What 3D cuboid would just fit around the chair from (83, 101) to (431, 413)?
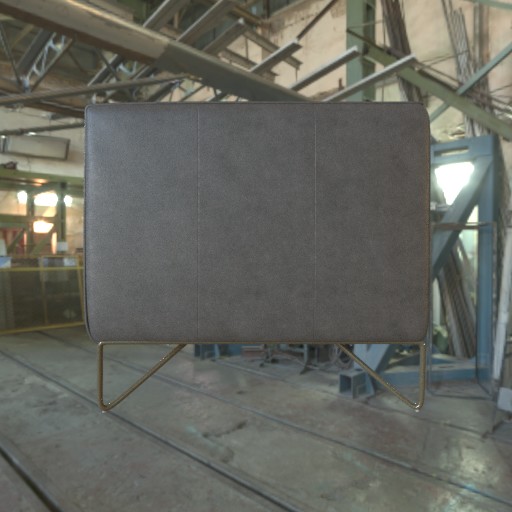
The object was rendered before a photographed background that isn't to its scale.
[{"bbox_3d":[0.000,0.000,1.535,0.894,0.790,0.880,0,0,0],"label":"chair"}]
